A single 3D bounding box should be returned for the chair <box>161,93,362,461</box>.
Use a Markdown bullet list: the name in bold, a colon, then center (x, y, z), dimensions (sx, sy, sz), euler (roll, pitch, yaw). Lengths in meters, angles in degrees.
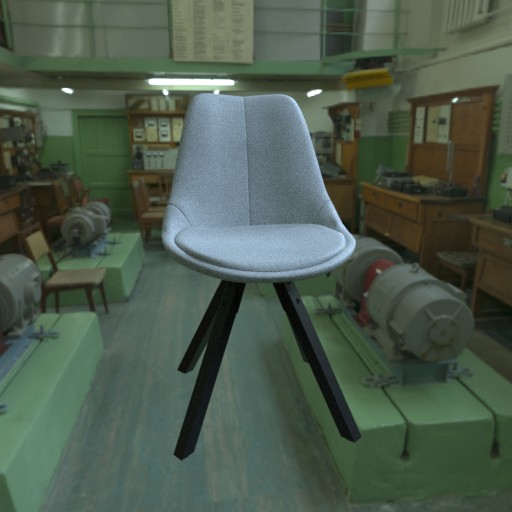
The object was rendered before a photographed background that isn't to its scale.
- **chair**: center (0.000, 0.000, 1.178), dimensions (0.485, 0.850, 0.550), euler (-2, 16, -9)
